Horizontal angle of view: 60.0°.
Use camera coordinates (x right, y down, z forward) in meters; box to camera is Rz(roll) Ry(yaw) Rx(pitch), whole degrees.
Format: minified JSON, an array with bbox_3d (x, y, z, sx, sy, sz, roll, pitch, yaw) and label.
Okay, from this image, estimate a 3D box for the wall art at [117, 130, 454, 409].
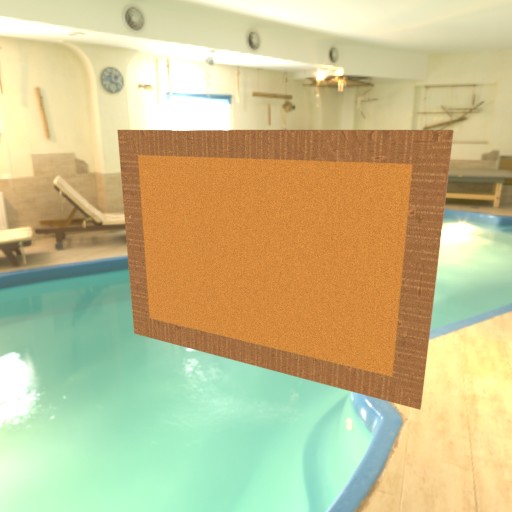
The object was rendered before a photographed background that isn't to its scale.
[{"bbox_3d":[0.000,0.000,1.389,1.056,0.761,0.020,8,18,26],"label":"wall art"}]
